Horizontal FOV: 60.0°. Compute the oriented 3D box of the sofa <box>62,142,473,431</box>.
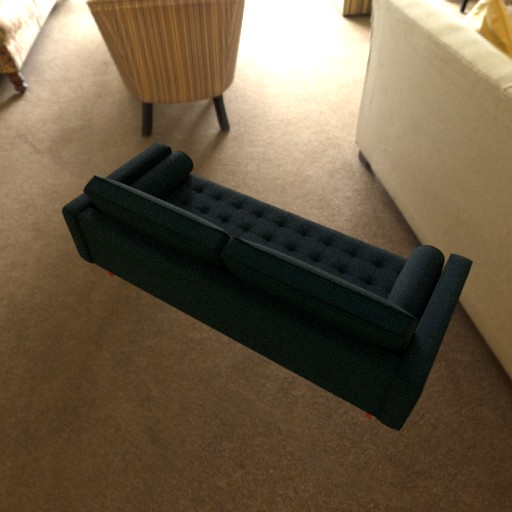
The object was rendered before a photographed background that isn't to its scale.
[{"bbox_3d":[0.000,0.000,2.641,2.210,0.762,0.914,24,51,22],"label":"sofa"}]
